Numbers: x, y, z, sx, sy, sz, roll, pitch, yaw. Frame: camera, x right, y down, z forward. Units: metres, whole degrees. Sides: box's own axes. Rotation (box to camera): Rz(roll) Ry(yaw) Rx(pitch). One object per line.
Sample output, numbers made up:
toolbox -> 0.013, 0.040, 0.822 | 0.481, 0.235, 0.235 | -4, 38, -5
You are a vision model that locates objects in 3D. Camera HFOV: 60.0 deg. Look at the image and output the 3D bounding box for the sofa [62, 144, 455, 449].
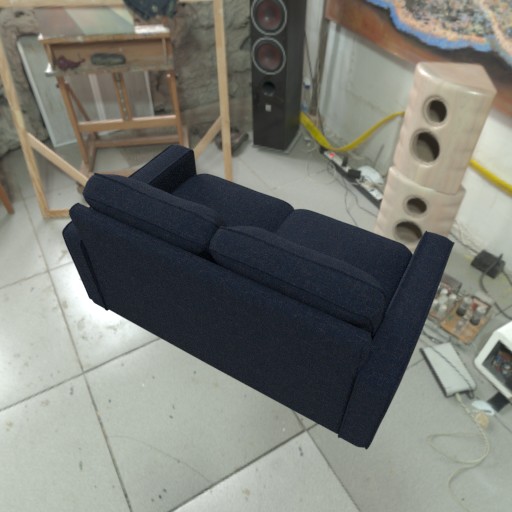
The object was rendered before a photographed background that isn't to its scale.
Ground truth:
sofa -> 0.000, 0.000, 2.252 | 1.709, 0.918, 0.947 | 23, 50, 20
